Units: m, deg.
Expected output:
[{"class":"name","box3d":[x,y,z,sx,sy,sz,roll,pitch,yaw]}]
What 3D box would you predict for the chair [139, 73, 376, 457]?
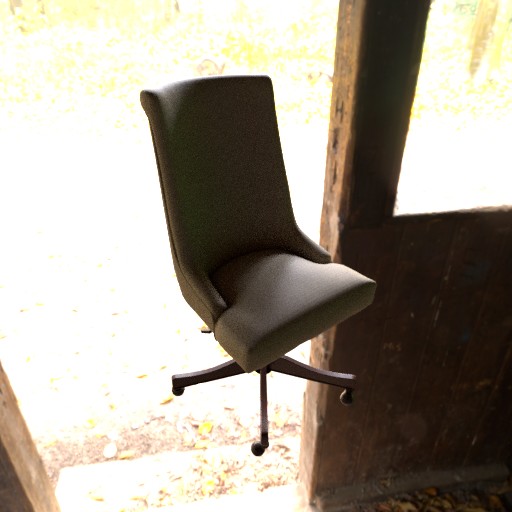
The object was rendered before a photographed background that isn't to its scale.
[{"class":"chair","box3d":[0.000,0.000,1.435,0.645,1.010,0.696,-22,37,-32]}]
